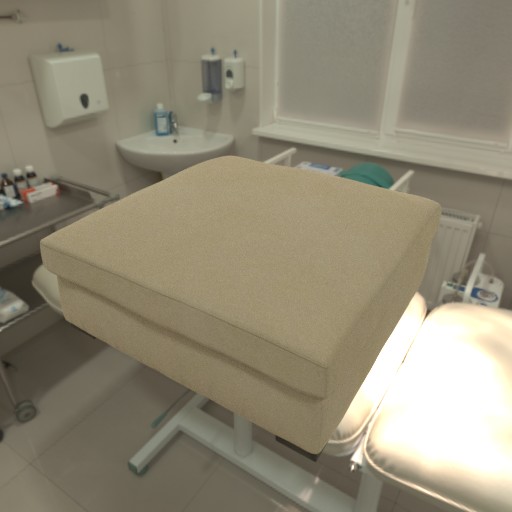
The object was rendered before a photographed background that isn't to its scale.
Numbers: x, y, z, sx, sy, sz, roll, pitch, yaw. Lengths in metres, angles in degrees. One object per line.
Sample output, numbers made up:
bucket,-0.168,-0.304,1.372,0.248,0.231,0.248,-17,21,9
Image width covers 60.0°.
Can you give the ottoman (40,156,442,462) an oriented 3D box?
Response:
ottoman,0.000,0.000,1.862,1.205,0.522,1.190,18,35,28
